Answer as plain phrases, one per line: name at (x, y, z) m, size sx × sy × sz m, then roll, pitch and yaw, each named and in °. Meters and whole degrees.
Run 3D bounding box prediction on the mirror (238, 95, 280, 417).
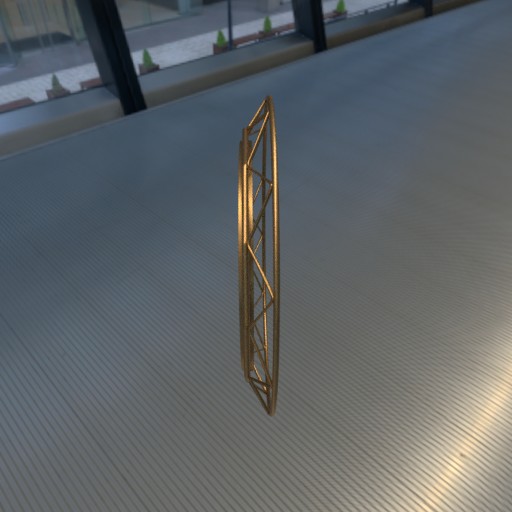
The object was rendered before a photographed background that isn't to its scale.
mirror at (0.000, 0.000, 0.665) m, size 0.043 × 0.454 × 0.454 m, roll -1°, pitch 41°, yaw -1°
